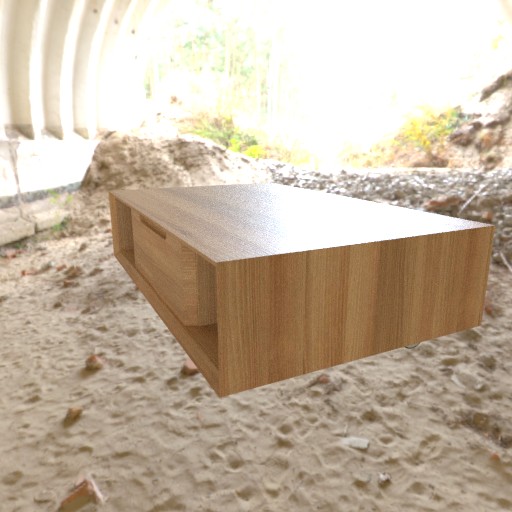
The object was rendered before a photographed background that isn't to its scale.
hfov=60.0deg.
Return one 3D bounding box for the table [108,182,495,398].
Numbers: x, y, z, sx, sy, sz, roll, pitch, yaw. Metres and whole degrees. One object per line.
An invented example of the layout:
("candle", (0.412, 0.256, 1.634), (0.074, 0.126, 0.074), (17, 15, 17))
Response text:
("table", (0.000, 0.000, 1.401), (0.700, 0.330, 1.100), (-8, 17, -26))
